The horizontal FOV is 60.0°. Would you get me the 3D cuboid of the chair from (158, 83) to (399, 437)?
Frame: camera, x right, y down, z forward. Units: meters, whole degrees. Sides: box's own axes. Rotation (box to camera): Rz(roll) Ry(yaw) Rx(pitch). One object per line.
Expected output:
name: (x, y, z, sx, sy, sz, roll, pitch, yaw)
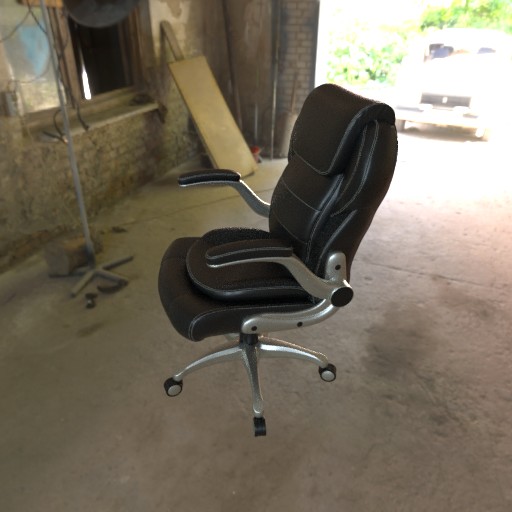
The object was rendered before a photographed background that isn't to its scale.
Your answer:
chair: (0.000, 0.000, 1.661, 0.801, 1.141, 0.724, -8, 31, -14)
